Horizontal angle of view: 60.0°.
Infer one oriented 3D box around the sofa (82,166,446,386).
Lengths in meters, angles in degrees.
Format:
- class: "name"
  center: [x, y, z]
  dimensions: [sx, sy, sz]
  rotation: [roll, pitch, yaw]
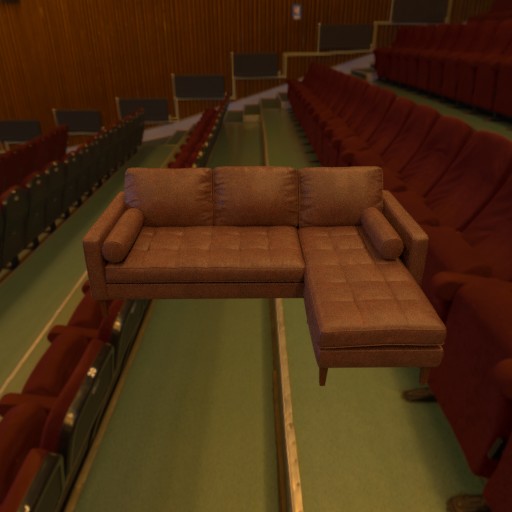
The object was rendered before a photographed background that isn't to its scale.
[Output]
- class: "sofa"
  center: [0.000, 0.000, 2.912]
  dimensions: [2.185, 0.841, 1.613]
  rotation: [0, 27, -1]
